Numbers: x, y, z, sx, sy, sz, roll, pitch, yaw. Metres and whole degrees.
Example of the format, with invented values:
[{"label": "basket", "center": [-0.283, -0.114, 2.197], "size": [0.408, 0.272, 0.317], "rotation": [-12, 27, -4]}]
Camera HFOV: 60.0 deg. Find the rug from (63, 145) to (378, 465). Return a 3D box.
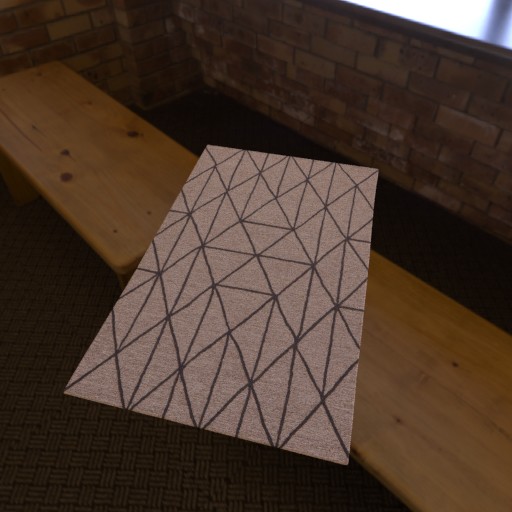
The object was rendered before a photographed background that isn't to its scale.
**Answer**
[{"label": "rug", "center": [0.000, 0.000, 3.075], "size": [1.526, 0.008, 2.465], "rotation": [10, 48, 10]}]
